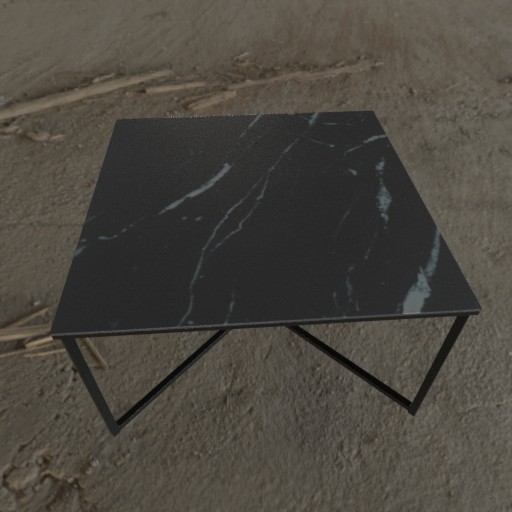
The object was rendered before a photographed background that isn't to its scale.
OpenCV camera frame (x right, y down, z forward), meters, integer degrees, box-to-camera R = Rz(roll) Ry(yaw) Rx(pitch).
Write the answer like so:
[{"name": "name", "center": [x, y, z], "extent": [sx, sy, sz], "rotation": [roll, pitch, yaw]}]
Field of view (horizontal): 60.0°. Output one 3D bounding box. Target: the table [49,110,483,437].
[{"name": "table", "center": [0.000, 0.000, 1.255], "extent": [0.800, 0.450, 0.800], "rotation": [-3, 45, -3]}]
